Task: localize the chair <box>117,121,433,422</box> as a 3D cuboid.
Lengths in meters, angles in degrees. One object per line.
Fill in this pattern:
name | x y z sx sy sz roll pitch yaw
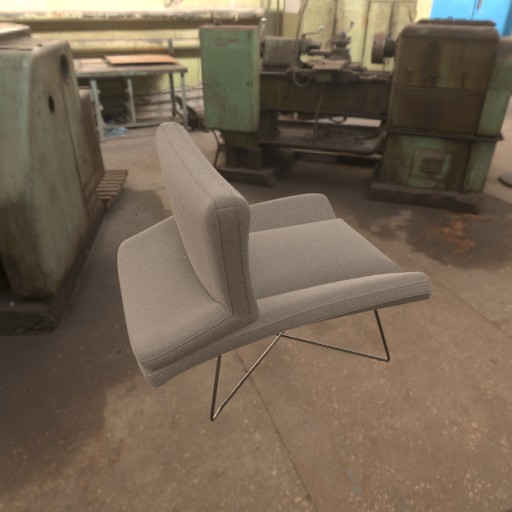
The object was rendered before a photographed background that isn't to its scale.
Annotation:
chair | 0.000 0.000 1.680 1.008 0.855 0.859 -10 32 -17
